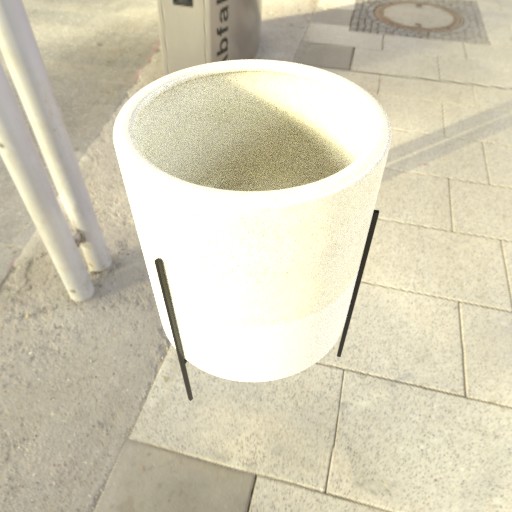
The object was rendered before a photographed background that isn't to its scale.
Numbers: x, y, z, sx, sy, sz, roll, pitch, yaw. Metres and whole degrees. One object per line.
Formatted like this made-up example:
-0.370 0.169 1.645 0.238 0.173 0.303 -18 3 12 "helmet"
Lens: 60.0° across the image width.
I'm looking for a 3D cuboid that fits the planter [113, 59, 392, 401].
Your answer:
0.000 0.000 0.698 0.333 0.483 0.324 9 47 8 "planter"
